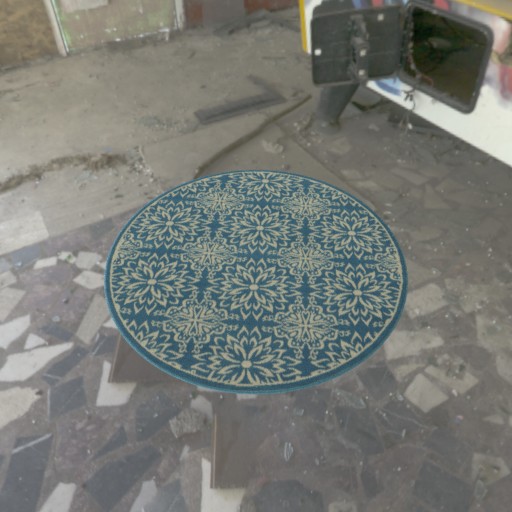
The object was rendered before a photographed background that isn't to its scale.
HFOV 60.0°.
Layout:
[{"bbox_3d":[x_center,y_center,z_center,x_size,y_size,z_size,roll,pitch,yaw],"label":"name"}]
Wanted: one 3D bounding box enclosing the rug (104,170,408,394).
[{"bbox_3d":[0.000,0.000,2.387,1.593,0.012,1.593,0,46,0],"label":"rug"}]
